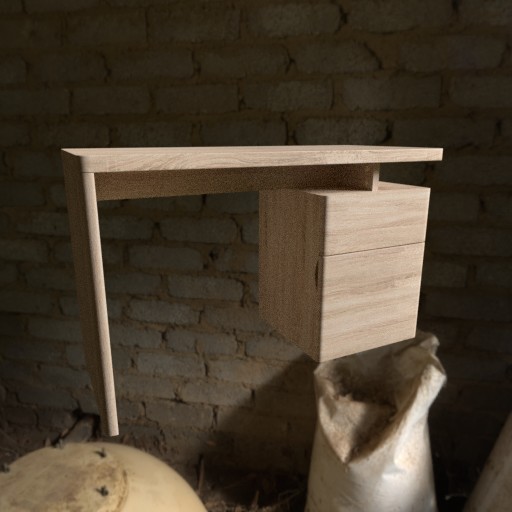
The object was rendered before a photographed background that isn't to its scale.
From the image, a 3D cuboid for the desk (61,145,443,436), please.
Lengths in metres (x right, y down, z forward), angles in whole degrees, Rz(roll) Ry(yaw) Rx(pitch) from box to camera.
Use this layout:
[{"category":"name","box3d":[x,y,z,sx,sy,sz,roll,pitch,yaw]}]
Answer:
[{"category":"desk","box3d":[0.000,0.000,1.614,1.200,0.760,0.550,-8,17,-26]}]
